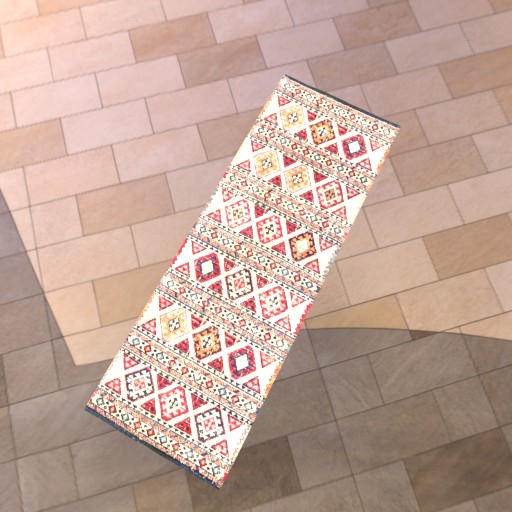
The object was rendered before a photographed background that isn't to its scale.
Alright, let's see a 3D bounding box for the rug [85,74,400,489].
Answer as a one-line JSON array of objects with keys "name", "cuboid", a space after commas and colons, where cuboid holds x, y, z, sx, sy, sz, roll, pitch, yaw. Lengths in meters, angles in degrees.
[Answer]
[{"name": "rug", "cuboid": [0.000, 0.000, 2.581, 0.832, 0.008, 2.362, 27, 77, 7]}]
